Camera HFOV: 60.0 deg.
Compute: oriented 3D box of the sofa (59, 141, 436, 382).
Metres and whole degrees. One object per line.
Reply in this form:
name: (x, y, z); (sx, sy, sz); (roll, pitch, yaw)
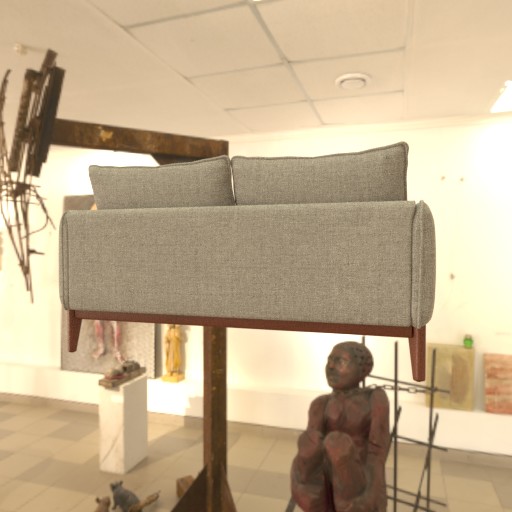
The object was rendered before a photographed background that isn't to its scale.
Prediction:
sofa: (0.000, 0.000, 2.161); (1.580, 0.851, 0.972); (0, 1, 17)
